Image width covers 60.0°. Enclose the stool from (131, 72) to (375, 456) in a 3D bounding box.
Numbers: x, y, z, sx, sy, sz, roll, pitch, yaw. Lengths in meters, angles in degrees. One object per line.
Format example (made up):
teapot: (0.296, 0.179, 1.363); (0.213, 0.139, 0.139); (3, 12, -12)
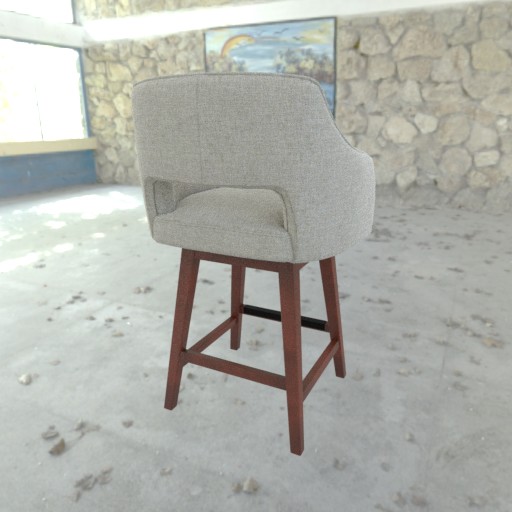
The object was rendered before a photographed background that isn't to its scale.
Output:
stool: (0.000, 0.000, 1.283); (0.599, 0.944, 0.558); (9, 19, 25)
